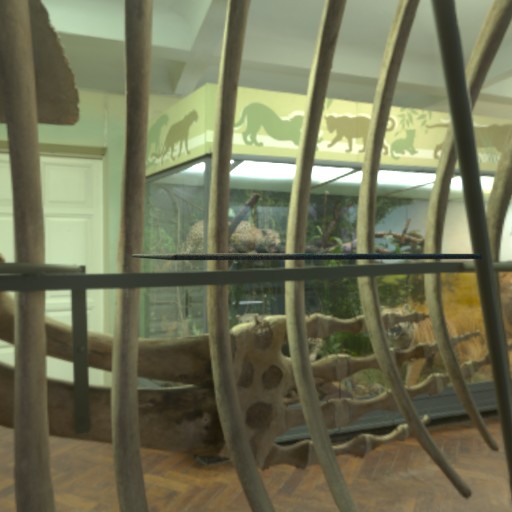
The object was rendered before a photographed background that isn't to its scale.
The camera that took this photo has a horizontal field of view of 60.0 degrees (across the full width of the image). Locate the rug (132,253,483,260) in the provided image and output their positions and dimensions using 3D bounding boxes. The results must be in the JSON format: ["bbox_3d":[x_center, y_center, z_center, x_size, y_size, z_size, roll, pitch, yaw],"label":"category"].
[{"bbox_3d":[0.000,0.000,3.070,1.540,0.027,2.450,0,0,-19],"label":"rug"}]
